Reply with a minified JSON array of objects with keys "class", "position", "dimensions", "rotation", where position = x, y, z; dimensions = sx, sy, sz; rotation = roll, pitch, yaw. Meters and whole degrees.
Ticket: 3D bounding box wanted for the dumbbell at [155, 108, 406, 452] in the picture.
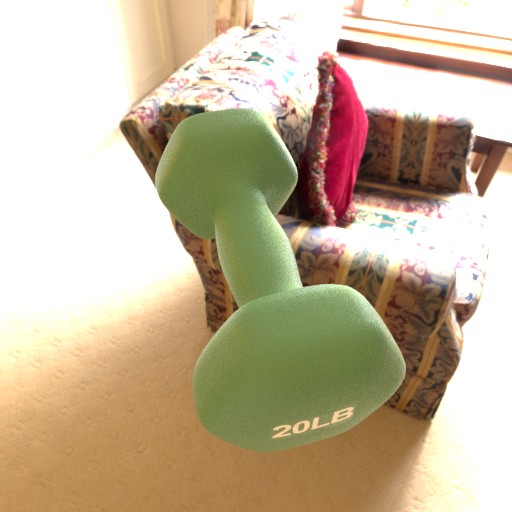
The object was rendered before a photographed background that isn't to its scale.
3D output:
[{"class":"dumbbell","position":[0.000,0.000,0.324],"dimensions":[0.126,0.114,0.257],"rotation":[-10,48,-10]}]
